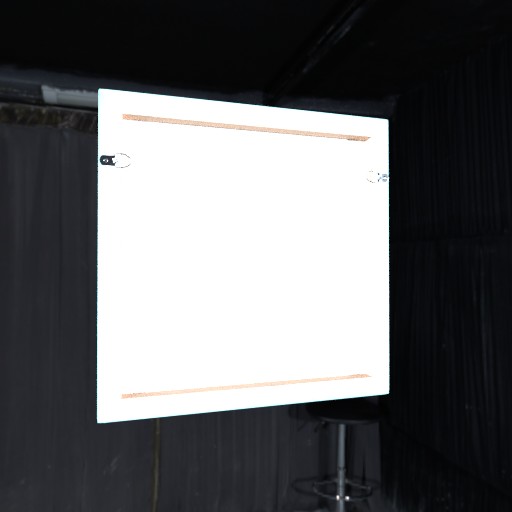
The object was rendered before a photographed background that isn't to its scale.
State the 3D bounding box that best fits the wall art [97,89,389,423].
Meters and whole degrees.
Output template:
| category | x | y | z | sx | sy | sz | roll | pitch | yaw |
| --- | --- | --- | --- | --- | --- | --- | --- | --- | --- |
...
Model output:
| category | x | y | z | sx | sy | sz | roll | pitch | yaw |
| --- | --- | --- | --- | --- | --- | --- | --- | --- | --- |
| wall art | 0.000 | 0.000 | 1.596 | 1.071 | 1.073 | 0.070 | 0 | -1 | -17 |
